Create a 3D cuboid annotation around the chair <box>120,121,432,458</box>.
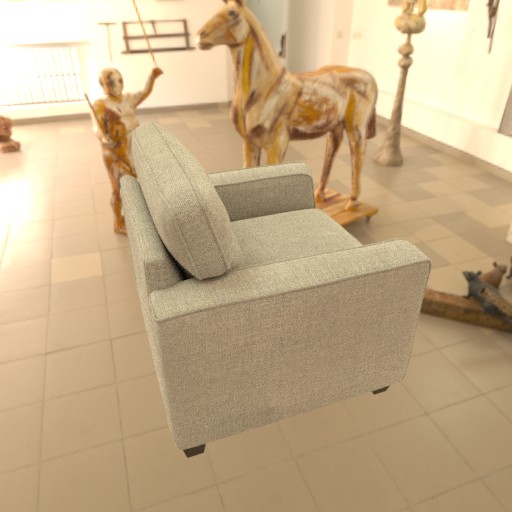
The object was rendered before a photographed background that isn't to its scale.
[{"bbox_3d":[0.000,0.000,1.800,0.939,0.965,1.015,-11,33,-17],"label":"chair"}]
